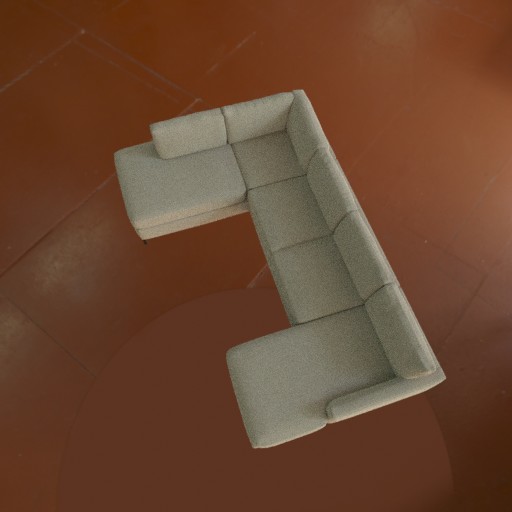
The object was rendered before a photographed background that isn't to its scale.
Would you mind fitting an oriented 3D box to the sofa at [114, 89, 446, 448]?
[{"bbox_3d":[0.000,0.000,3.869,1.989,0.862,2.984,-16,65,-8],"label":"sofa"}]
